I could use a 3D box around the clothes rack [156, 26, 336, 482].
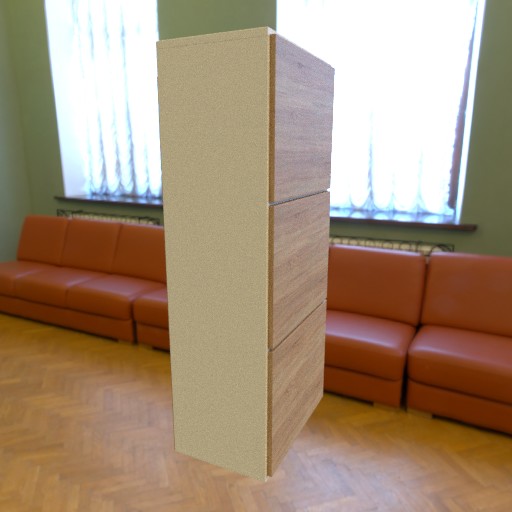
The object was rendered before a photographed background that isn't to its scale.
[{"bbox_3d":[0.000,0.000,1.405,0.331,1.187,0.500,6,15,25],"label":"clothes rack"}]
